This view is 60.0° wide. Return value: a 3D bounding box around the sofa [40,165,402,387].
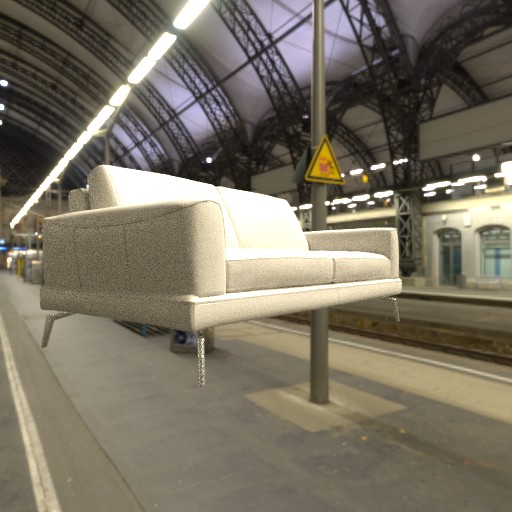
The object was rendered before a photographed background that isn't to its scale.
[{"bbox_3d":[0.000,0.000,2.708,1.121,0.930,2.177,0,-1,37],"label":"sofa"}]
